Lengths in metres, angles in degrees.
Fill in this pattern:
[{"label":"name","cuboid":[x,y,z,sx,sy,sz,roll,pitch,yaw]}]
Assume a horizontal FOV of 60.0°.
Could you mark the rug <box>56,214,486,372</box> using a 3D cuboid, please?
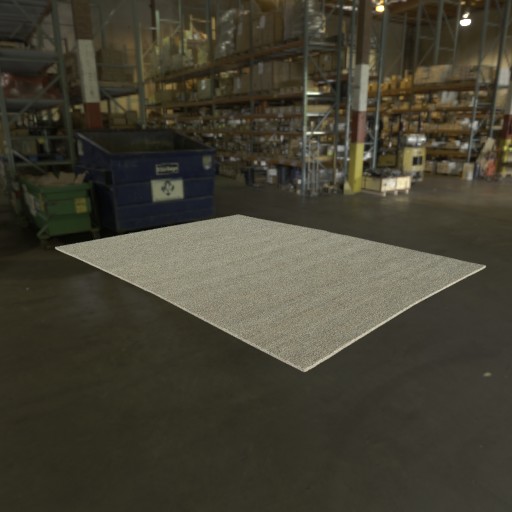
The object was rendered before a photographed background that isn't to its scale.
[{"label":"rug","cuboid":[0.000,0.000,4.624,2.757,0.051,3.626,-15,22,-42]}]
